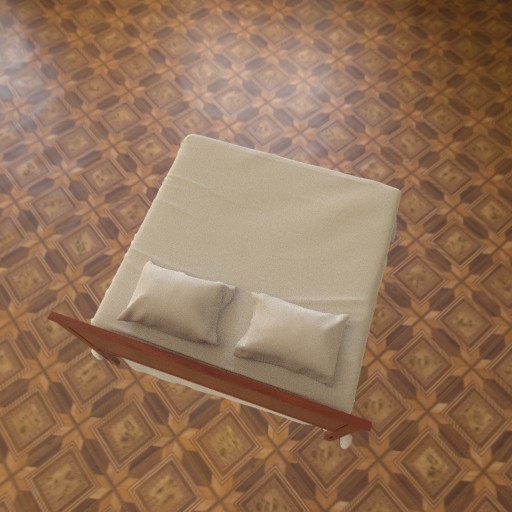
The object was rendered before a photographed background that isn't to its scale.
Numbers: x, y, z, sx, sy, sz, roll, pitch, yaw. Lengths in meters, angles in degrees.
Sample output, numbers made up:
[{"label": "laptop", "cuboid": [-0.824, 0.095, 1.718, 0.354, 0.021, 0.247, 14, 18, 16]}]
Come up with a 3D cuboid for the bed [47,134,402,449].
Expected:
[{"label": "bed", "cuboid": [0.000, 0.000, 3.583, 2.314, 1.271, 2.219, 17, 65, 8]}]
